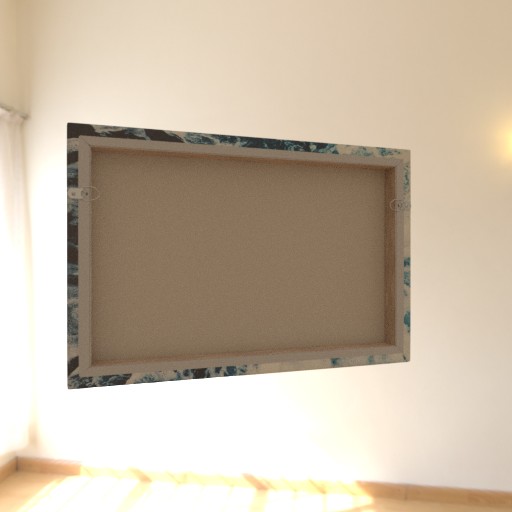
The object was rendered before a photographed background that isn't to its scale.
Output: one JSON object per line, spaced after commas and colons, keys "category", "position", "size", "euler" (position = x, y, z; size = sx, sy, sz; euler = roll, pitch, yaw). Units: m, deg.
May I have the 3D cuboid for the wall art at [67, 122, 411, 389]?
{"category": "wall art", "position": [0.000, 0.000, 0.776], "size": [0.609, 0.407, 0.043], "euler": [0, 0, -17]}
